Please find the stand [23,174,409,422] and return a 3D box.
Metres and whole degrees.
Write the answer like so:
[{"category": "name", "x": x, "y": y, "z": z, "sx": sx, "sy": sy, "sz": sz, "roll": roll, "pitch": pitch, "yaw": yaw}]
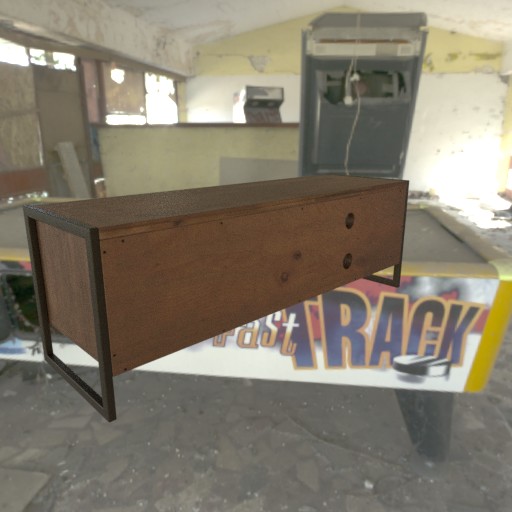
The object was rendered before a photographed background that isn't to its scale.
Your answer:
[{"category": "stand", "x": 0.000, "y": 0.000, "z": 1.714, "sx": 1.480, "sy": 0.506, "sz": 0.454, "roll": -15, "pitch": 21, "yaw": -42}]
